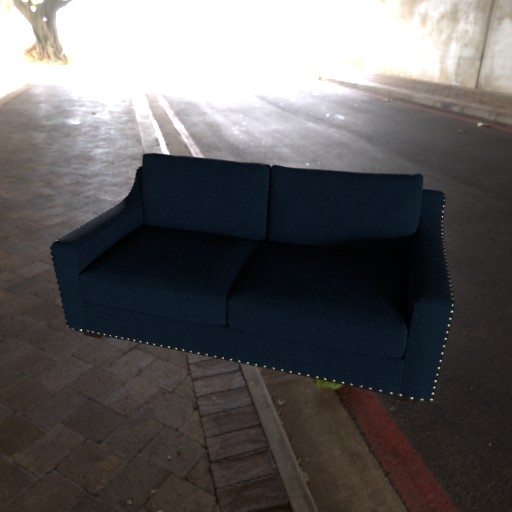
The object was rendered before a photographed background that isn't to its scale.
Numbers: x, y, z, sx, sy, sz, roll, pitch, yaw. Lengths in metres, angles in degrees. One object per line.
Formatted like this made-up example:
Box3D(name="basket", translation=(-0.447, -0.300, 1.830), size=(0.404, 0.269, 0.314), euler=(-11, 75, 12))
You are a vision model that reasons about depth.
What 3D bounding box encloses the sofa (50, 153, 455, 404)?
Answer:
Box3D(name="sofa", translation=(0.000, 0.000, 2.679), size=(2.107, 0.983, 1.104), euler=(8, 27, 15))
